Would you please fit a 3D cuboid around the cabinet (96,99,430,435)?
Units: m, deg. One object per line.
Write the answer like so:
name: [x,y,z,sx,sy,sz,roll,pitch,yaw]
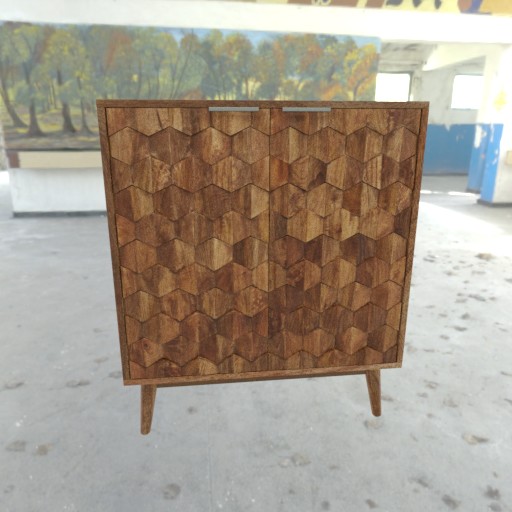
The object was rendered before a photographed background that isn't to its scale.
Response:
cabinet: [0.000,0.000,1.175,0.647,0.758,0.473,-2,17,-7]
